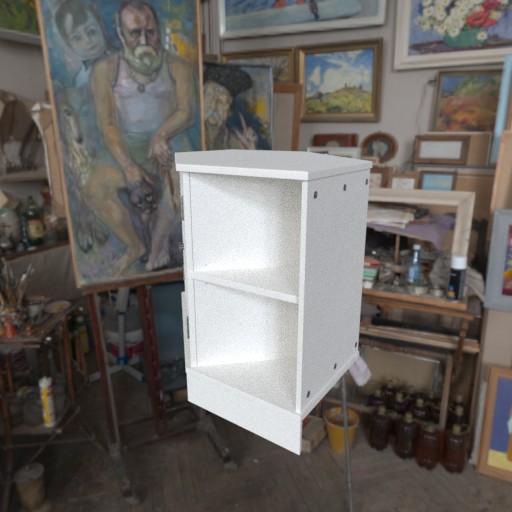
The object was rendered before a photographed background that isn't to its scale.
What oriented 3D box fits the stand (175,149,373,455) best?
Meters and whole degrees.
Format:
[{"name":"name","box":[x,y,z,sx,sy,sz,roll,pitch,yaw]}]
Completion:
[{"name":"stand","box":[0.000,0.000,1.394,0.477,0.614,1.072,-3,16,-10]}]
